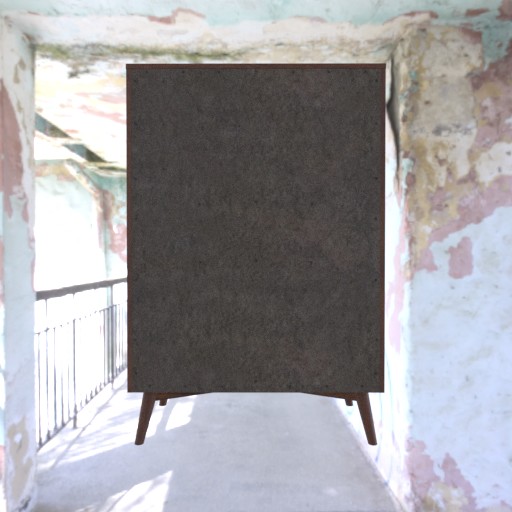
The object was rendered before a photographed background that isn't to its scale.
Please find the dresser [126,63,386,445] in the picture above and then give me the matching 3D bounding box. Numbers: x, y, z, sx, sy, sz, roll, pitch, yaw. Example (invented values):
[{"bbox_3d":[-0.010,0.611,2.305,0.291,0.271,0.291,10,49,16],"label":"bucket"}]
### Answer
[{"bbox_3d":[0.000,0.000,1.822,0.919,1.365,0.498,0,1,0],"label":"dresser"}]
